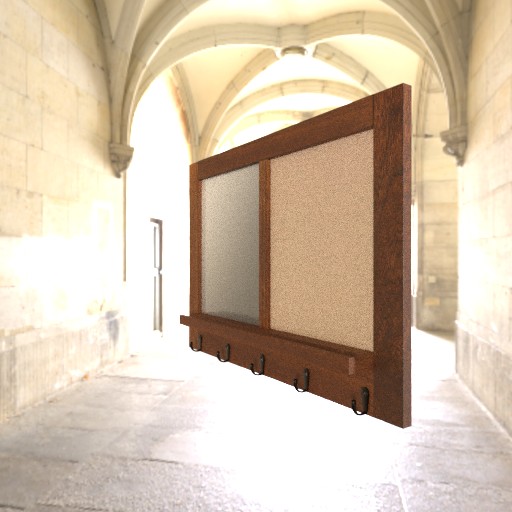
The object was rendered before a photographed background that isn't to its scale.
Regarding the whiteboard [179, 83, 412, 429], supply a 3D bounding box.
[{"bbox_3d":[0.000,0.000,1.026,0.083,0.559,0.783,0,0,-34],"label":"whiteboard"}]
